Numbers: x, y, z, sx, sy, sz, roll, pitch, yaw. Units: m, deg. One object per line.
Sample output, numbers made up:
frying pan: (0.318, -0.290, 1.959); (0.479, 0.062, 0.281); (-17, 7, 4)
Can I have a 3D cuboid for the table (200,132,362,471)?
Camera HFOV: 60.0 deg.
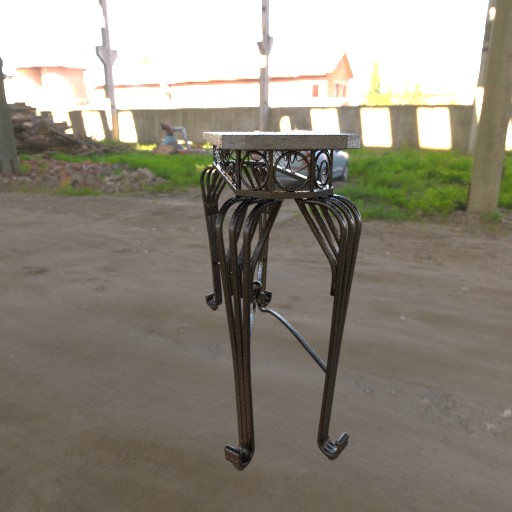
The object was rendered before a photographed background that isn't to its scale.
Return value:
table: (0.000, 0.000, 1.495); (0.329, 0.800, 1.112); (-2, 16, -8)
